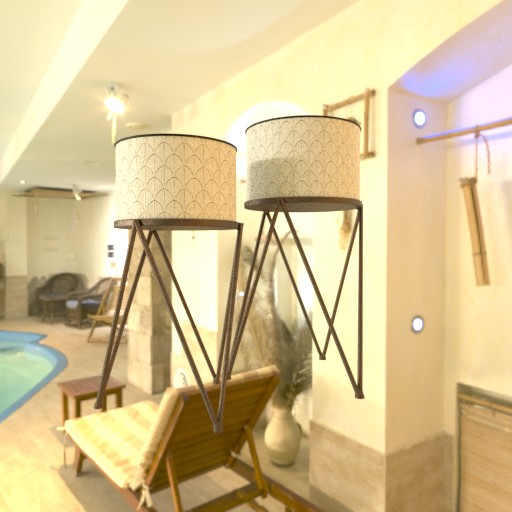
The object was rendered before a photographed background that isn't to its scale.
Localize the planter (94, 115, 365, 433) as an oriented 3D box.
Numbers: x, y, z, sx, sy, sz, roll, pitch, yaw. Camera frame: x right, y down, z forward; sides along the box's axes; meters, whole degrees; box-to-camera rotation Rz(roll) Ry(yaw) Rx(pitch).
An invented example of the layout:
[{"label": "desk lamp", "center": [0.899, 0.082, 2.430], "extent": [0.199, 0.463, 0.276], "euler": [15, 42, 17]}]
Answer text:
[{"label": "planter", "center": [0.000, 0.000, 1.163], "extent": [0.769, 0.712, 0.413], "euler": [-1, 2, -36]}]
